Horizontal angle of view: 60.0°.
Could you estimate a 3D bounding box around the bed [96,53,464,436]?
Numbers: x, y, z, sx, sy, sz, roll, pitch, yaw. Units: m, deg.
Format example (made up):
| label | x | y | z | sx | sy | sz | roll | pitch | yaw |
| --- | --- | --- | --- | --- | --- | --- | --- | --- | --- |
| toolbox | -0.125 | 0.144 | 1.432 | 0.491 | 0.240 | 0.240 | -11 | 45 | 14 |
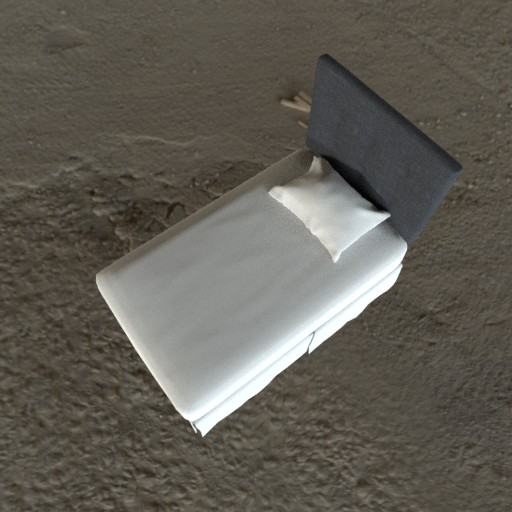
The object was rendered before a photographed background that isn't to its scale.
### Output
| label | x | y | z | sx | sy | sz | roll | pitch | yaw |
| --- | --- | --- | --- | --- | --- | --- | --- | --- | --- |
| bed | 0.000 | 0.000 | 3.011 | 1.997 | 1.571 | 1.261 | -34 | 68 | -16 |
